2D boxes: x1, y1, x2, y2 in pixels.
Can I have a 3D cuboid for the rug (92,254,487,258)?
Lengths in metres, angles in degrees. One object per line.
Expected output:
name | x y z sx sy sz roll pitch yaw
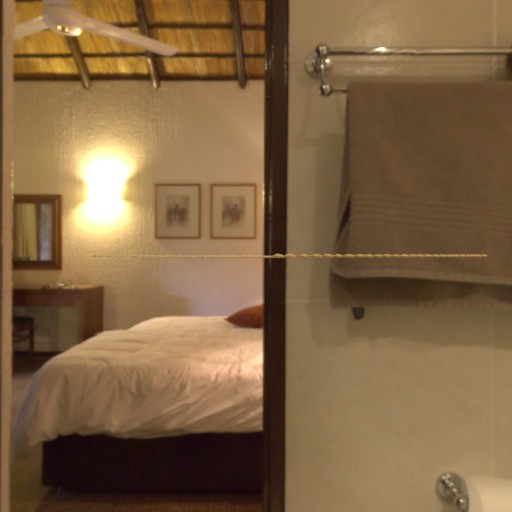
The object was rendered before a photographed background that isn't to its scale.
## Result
rug | 0.000 0.000 3.062 1.540 0.018 2.435 0 0 -36
